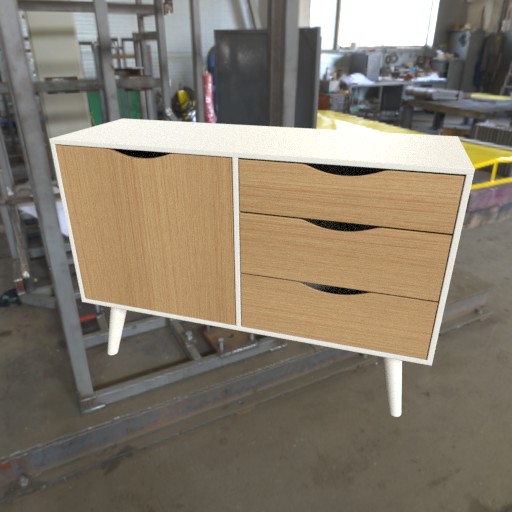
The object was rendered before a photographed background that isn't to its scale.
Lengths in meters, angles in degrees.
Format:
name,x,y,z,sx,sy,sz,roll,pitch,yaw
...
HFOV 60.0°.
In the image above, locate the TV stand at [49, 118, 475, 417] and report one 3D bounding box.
name,x,y,z,sx,sy,sz,roll,pitch,yaw
TV stand,0.000,0.000,1.544,1.193,0.812,0.406,8,27,15
